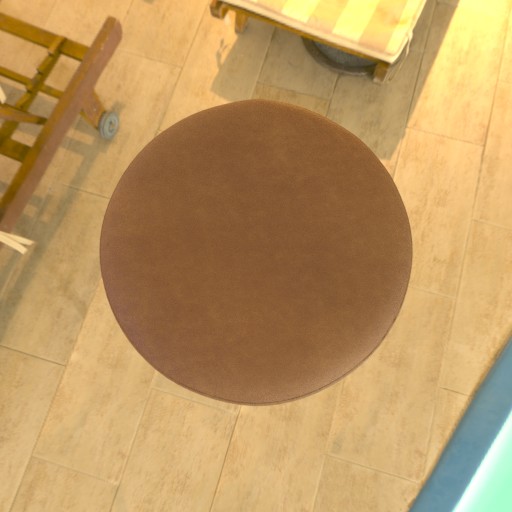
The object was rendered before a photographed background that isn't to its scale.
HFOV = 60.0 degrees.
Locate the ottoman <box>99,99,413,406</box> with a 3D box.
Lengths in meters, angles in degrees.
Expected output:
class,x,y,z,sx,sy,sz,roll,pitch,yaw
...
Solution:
class,x,y,z,sx,sy,sz,roll,pitch,yaw
ottoman,0.000,0.000,1.244,0.771,0.460,0.771,0,76,0
